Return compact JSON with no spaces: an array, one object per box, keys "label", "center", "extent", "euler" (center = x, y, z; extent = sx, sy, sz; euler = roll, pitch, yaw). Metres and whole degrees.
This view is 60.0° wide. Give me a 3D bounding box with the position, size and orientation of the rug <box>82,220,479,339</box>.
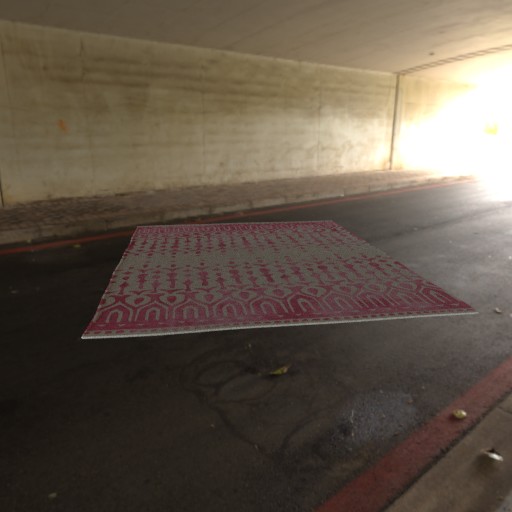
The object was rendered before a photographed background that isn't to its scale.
[{"label":"rug","center":[0.000,0.000,4.090],"extent":[2.441,0.016,3.095],"euler":[-2,16,-8]}]
